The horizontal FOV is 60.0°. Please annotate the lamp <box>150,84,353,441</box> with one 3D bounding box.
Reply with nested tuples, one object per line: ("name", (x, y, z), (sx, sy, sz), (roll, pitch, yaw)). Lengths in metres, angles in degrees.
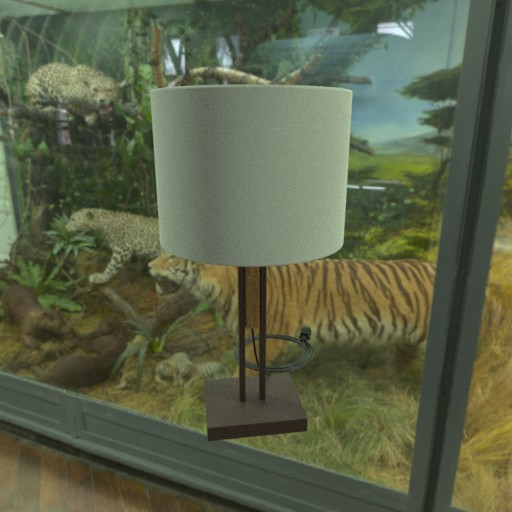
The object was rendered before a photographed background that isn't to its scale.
("lamp", (0.000, 0.000, 0.976), (0.396, 0.668, 0.525), (-2, 17, -8))
